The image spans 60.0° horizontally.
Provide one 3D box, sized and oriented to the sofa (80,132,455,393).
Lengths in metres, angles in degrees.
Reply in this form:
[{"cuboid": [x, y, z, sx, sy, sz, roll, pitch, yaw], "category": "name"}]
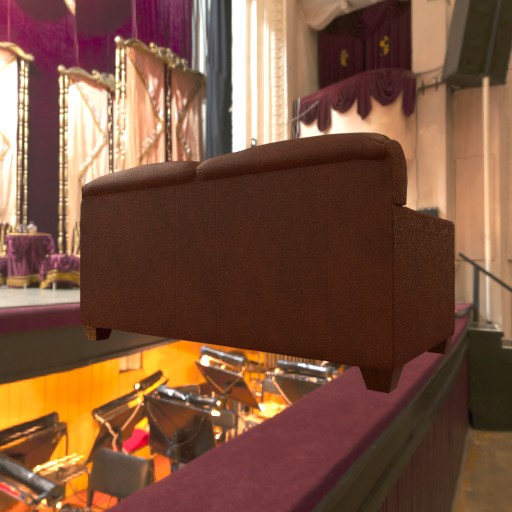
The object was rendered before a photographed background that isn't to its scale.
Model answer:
[{"cuboid": [0.000, 0.000, 2.418, 1.856, 0.966, 1.000, 0, -1, 36], "category": "sofa"}]
